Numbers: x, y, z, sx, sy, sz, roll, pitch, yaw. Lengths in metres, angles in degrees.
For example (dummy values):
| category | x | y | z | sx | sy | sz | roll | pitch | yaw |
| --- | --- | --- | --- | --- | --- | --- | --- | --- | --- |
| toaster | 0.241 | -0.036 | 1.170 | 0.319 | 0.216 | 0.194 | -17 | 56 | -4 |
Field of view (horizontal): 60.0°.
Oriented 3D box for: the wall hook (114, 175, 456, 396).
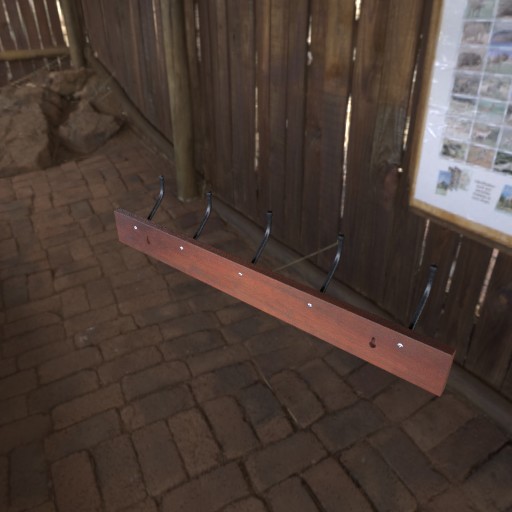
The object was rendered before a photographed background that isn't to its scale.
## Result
| category | x | y | z | sx | sy | sz | roll | pitch | yaw |
| --- | --- | --- | --- | --- | --- | --- | --- | --- | --- |
| wall hook | 0.000 | 0.000 | 0.633 | 0.571 | 0.117 | 0.071 | 22 | 37 | 33 |
